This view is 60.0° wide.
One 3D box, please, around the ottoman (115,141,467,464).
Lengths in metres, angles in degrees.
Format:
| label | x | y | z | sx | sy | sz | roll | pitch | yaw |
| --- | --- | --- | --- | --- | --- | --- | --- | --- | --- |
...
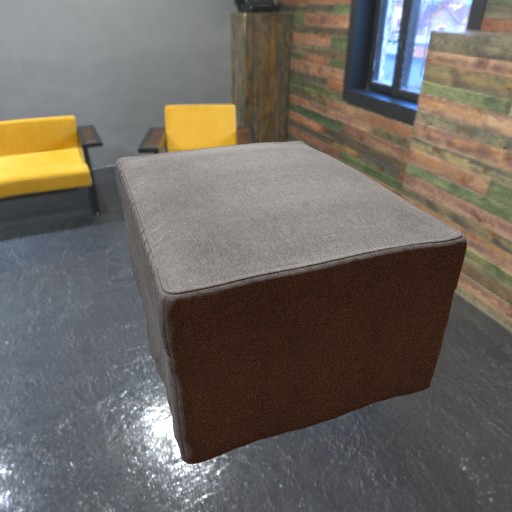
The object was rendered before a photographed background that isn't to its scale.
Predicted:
| label | x | y | z | sx | sy | sz | roll | pitch | yaw |
| --- | --- | --- | --- | --- | --- | --- | --- | --- | --- |
| ottoman | 0.000 | 0.000 | 1.237 | 0.652 | 0.492 | 0.833 | -11 | 31 | -18 |
